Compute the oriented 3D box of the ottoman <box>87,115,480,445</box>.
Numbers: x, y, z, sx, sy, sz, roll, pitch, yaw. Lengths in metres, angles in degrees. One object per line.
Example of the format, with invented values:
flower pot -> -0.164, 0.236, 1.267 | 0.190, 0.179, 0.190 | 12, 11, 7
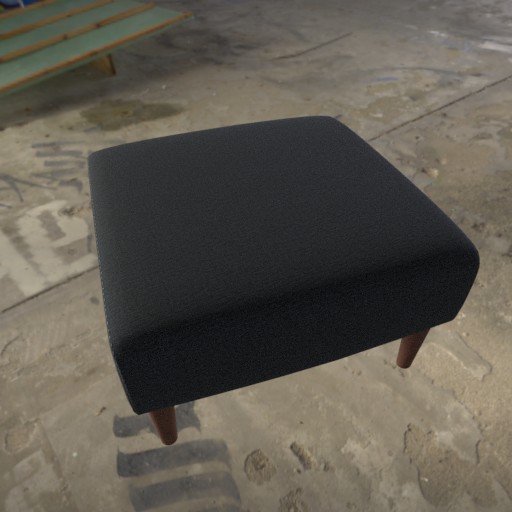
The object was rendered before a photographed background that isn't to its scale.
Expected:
ottoman -> 0.000, 0.000, 1.022 | 0.650, 0.398, 0.649 | -13, 43, -14
